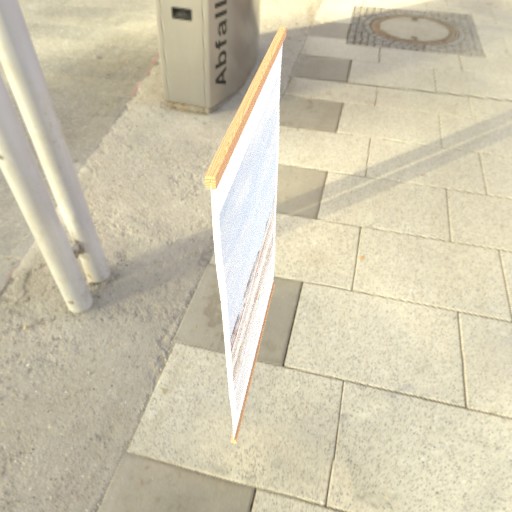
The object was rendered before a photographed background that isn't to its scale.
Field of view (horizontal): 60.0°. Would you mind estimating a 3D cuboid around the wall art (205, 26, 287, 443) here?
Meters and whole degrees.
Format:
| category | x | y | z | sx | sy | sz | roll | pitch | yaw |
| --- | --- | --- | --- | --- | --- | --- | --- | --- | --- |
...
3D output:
| category | x | y | z | sx | sy | sz | roll | pitch | yaw |
| --- | --- | --- | --- | --- | --- | --- | --- | --- | --- |
| wall art | 0.000 | 0.000 | 1.904 | 0.025 | 1.521 | 1.011 | 9 | 46 | 8 |
